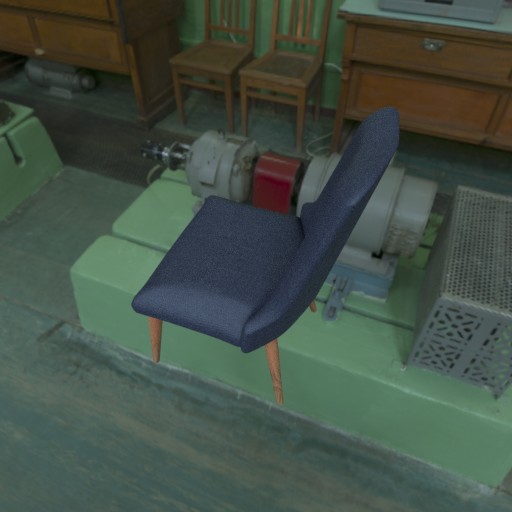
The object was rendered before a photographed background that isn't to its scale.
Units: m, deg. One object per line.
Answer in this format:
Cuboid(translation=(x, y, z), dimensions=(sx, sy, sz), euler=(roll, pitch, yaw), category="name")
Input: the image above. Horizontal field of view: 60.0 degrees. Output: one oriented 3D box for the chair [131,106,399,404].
Cuboid(translation=(0.000, 0.000, 1.187), dimensions=(0.567, 0.820, 0.504), euler=(16, 48, 15), category="chair")
